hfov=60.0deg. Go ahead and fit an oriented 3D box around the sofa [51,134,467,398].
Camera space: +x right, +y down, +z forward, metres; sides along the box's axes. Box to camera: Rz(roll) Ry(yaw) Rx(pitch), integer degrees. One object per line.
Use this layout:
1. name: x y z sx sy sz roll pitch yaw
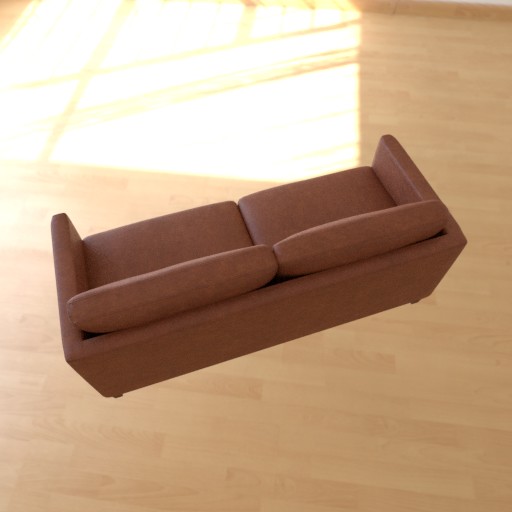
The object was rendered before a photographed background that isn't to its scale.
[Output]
1. sofa: 0.000 0.000 2.735 2.204 0.932 0.950 -16 59 -10
